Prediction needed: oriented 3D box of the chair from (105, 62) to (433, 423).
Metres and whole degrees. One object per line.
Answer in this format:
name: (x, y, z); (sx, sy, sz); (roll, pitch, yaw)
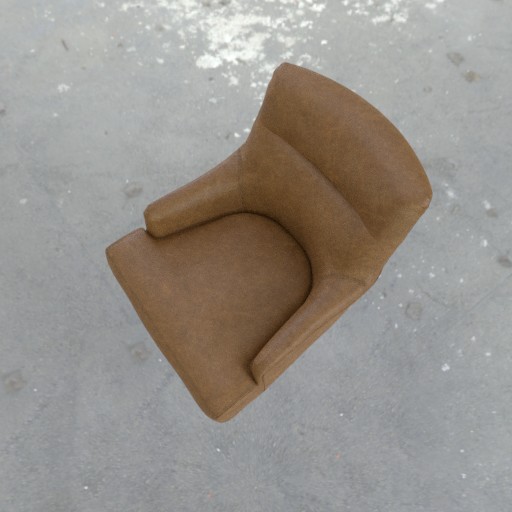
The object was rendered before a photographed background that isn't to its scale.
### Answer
chair: (0.000, 0.000, 1.529); (0.874, 0.869, 0.729); (-33, 67, -16)
